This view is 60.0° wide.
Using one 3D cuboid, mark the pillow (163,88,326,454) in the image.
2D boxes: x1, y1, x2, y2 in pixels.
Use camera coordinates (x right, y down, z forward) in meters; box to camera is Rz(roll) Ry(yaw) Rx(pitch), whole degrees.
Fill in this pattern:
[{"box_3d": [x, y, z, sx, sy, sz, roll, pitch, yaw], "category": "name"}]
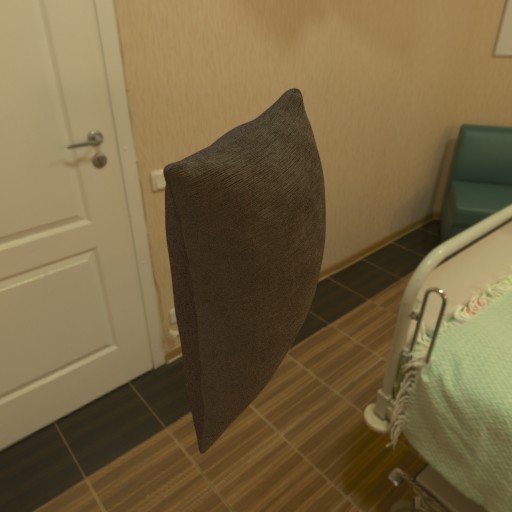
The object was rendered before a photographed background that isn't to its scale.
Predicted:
[{"box_3d": [0.000, 0.000, 0.703, 0.204, 0.439, 0.452, 11, 33, 17], "category": "pillow"}]
